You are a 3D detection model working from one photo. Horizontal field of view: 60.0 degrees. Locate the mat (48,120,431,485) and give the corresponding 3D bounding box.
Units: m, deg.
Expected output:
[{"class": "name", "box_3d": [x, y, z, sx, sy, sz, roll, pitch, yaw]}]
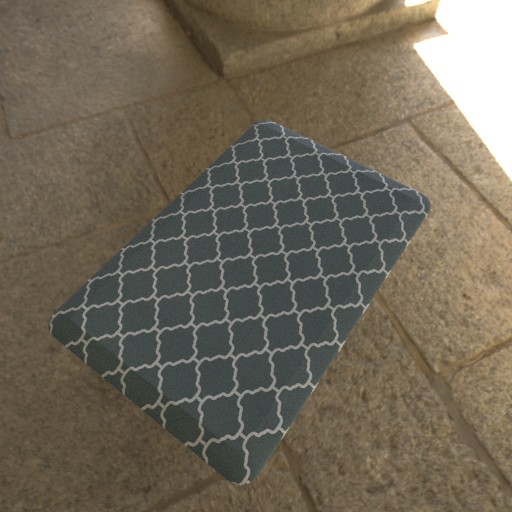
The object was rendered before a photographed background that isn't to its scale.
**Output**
[{"class": "mat", "box_3d": [0.000, 0.000, 0.961, 0.508, 0.021, 0.762, 31, 63, 18]}]
